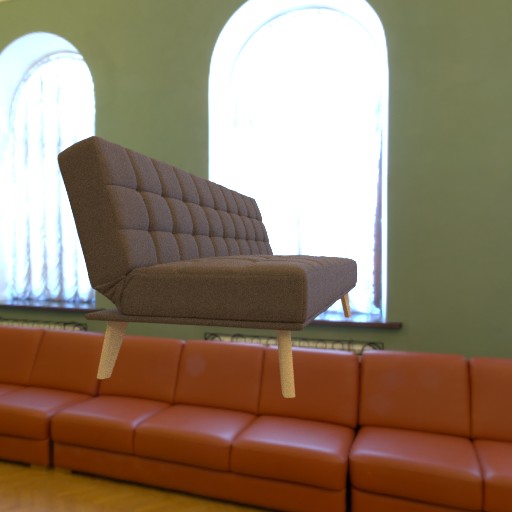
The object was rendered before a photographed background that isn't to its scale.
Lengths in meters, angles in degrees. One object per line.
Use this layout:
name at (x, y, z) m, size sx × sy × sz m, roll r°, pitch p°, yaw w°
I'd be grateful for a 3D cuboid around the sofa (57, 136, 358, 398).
sofa at (0.000, 0.000, 2.218) m, size 0.860 × 0.810 × 1.800 m, roll 0°, pitch 0°, yaw 17°
